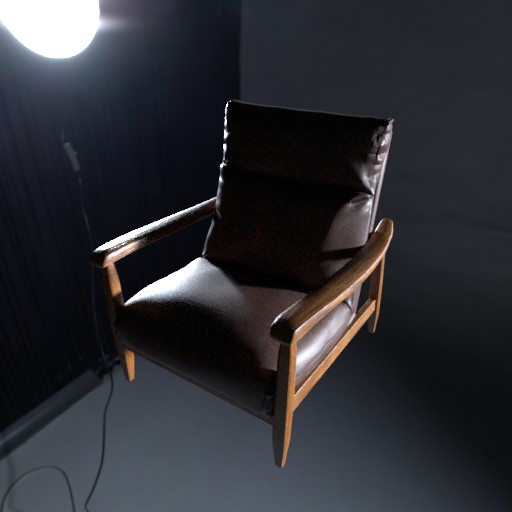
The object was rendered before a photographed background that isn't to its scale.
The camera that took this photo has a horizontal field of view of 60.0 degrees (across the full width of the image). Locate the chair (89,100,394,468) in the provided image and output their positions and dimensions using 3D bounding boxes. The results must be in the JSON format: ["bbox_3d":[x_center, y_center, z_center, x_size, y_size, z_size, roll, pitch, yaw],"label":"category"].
[{"bbox_3d":[0.000,0.000,1.521,0.782,0.897,0.830,17,33,29],"label":"chair"}]
